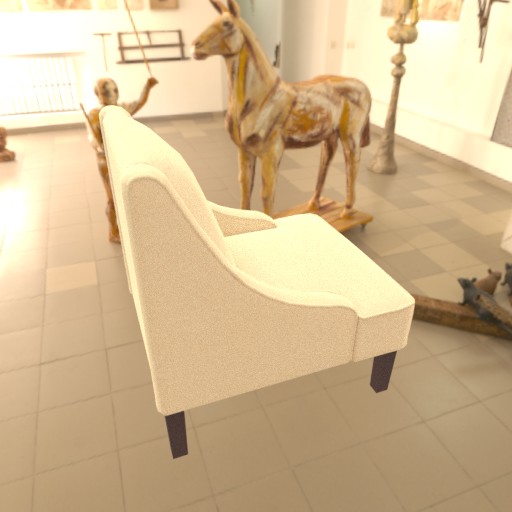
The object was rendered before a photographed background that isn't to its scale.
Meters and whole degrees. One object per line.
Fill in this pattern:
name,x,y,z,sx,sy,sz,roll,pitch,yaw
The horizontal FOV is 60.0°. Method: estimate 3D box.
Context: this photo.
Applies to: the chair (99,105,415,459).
chair,0.000,0.000,1.456,0.806,0.886,0.689,-11,32,-18
